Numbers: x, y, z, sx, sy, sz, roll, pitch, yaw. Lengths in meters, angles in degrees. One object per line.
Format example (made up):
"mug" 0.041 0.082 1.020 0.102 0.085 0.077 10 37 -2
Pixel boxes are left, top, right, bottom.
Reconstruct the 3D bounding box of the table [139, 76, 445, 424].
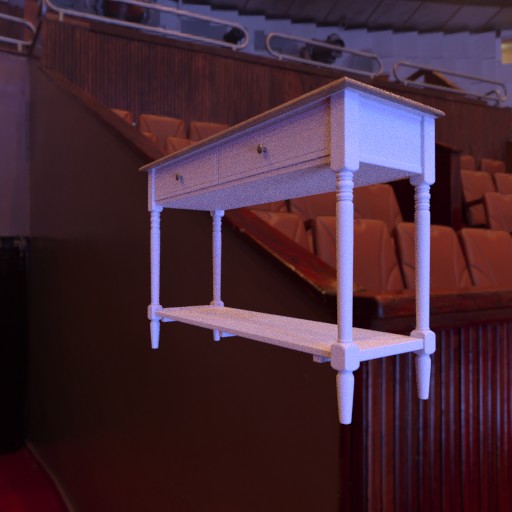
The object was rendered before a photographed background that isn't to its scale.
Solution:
"table" 0.000 0.000 1.591 0.399 0.800 1.219 0 -1 -36
